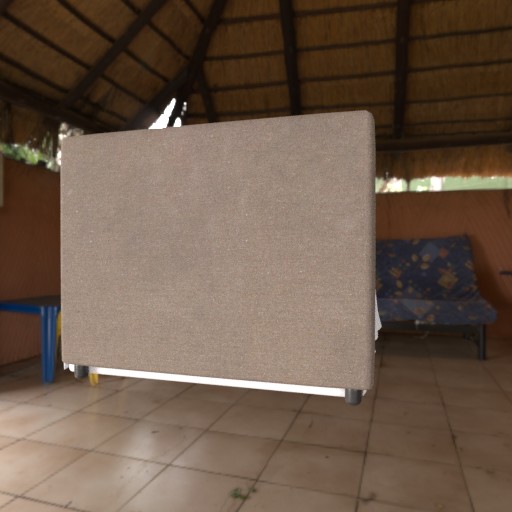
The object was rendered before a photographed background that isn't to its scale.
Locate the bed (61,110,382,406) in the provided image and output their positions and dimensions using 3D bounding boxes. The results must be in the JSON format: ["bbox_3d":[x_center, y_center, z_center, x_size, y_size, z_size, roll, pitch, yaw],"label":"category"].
[{"bbox_3d":[0.000,0.000,3.186,1.723,1.330,2.142,0,1,17],"label":"bed"}]
